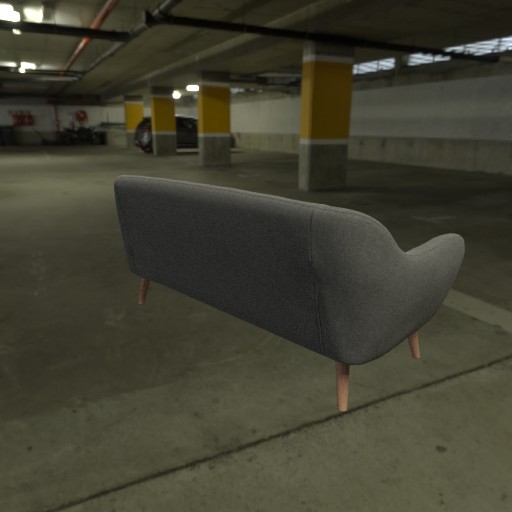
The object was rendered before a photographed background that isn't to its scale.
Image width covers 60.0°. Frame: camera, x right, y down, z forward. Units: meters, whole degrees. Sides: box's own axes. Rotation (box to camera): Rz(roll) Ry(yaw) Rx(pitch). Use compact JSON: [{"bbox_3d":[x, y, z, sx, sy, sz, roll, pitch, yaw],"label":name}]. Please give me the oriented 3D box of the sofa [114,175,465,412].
[{"bbox_3d":[0.000,0.000,2.305,0.820,0.820,1.840,-15,22,-42],"label":"sofa"}]
